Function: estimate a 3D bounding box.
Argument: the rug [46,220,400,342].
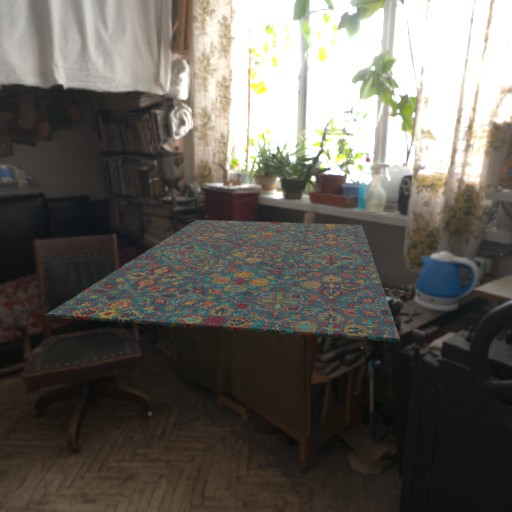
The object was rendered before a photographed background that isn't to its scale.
[{"bbox_3d":[0.000,0.000,2.352,1.216,0.014,1.836,2,16,9],"label":"rug"}]
